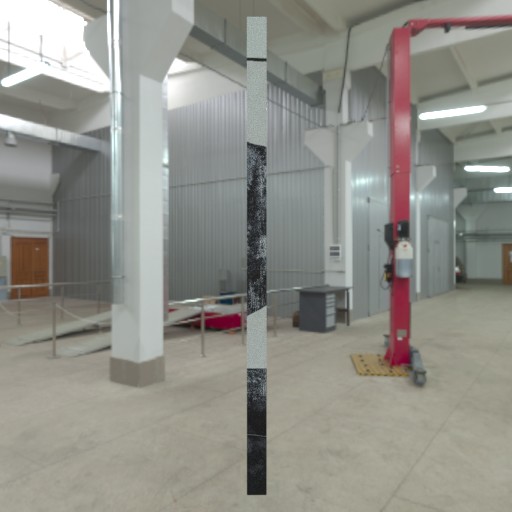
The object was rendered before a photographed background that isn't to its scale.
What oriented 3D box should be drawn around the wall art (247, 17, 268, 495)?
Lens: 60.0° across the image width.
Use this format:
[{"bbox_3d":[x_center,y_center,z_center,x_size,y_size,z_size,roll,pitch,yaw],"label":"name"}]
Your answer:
[{"bbox_3d":[0.000,0.000,1.152,0.041,0.915,0.610,0,0,-1],"label":"wall art"}]
